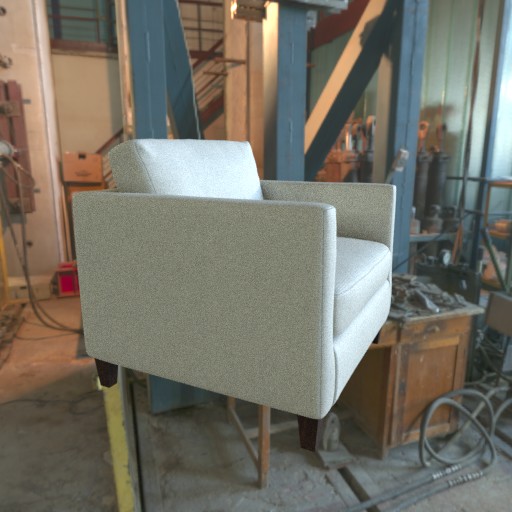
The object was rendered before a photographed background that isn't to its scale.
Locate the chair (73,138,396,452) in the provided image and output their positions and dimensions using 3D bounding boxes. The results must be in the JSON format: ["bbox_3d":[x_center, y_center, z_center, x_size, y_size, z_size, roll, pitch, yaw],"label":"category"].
[{"bbox_3d":[0.000,0.000,1.777,0.959,0.919,0.996,6,14,26],"label":"chair"}]
